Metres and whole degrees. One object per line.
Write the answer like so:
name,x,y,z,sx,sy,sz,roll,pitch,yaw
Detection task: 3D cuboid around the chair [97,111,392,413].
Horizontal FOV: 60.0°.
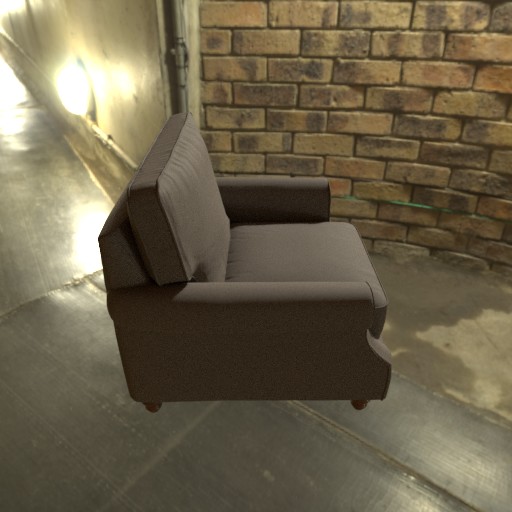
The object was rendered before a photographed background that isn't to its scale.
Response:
chair,0.000,0.000,1.798,0.966,0.967,1.029,0,32,-1
